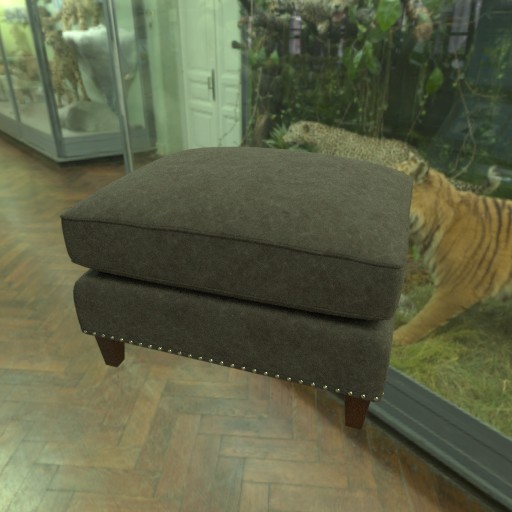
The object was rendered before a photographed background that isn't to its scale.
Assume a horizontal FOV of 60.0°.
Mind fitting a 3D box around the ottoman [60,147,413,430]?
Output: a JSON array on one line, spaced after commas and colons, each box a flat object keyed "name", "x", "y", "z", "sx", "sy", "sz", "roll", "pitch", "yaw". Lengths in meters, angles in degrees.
[{"name": "ottoman", "x": 0.000, "y": 0.000, "z": 1.182, "sx": 0.741, "sy": 0.513, "sz": 0.584, "roll": 9, "pitch": 28, "yaw": 17}]
